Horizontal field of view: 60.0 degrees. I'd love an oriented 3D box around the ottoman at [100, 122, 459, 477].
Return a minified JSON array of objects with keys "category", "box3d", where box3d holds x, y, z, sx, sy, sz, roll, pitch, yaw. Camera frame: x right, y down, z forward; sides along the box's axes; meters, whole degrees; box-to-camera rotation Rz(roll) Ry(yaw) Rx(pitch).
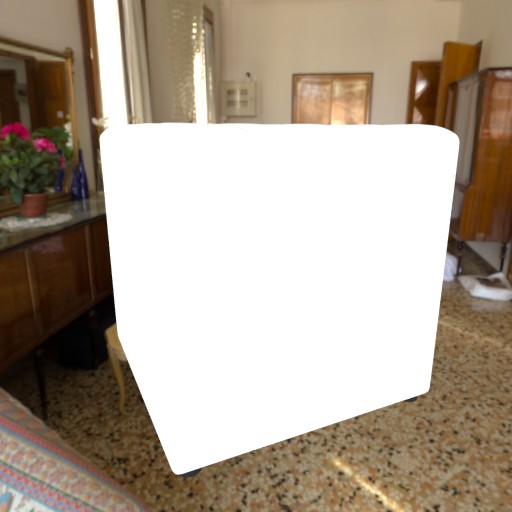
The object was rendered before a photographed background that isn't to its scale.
[{"category":"ottoman","box3d":[0.000,0.000,0.757,0.425,0.432,0.425,-8,18,-25]}]
